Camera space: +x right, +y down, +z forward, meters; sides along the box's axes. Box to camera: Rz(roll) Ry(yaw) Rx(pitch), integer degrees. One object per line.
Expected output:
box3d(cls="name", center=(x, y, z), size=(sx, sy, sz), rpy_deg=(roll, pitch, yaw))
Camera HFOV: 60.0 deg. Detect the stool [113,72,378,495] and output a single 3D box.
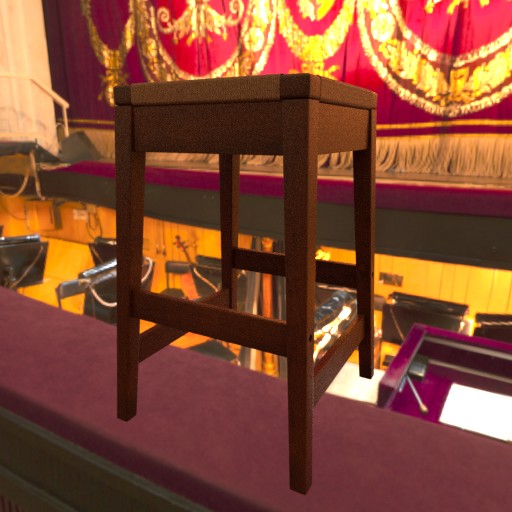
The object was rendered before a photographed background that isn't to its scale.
box3d(cls="stool", center=(0.000, 0.000, 1.075), size=(0.497, 0.762, 0.507), rpy_deg=(8, 18, 28))
